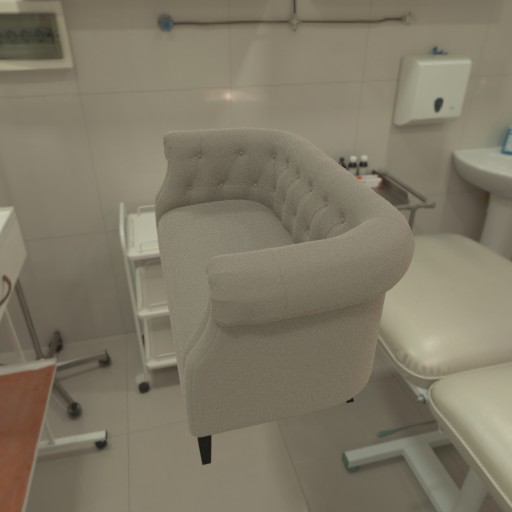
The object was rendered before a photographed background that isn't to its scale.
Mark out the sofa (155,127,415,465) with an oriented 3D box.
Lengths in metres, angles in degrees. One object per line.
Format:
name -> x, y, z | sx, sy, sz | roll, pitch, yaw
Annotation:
sofa -> 0.000, 0.000, 2.018 | 0.835, 0.827, 1.558 | -8, 31, -13
